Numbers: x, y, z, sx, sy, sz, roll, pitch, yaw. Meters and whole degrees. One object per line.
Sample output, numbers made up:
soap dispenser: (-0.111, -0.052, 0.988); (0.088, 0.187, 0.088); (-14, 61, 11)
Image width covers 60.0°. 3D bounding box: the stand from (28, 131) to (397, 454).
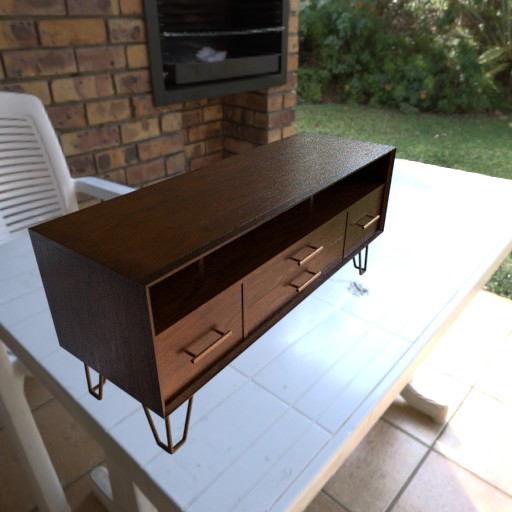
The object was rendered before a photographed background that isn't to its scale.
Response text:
stand: (0.000, 0.000, 1.672); (0.481, 0.610, 1.372); (20, 35, 32)
